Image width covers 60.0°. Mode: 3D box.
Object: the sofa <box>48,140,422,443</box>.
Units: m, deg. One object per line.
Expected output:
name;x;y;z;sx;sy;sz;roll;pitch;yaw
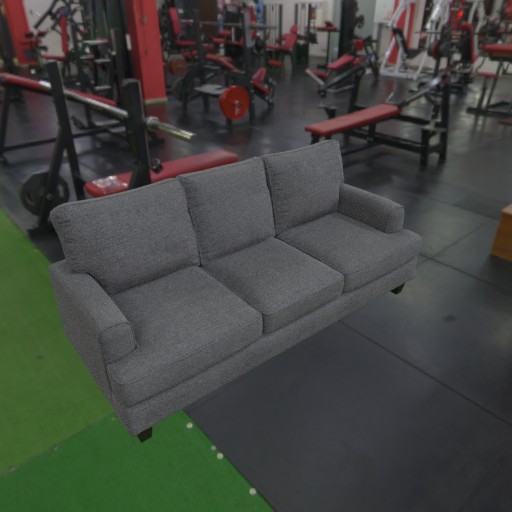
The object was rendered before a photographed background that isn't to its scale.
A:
sofa;0.000;0.000;2.687;2.158;0.965;0.951;-22;37;-32
